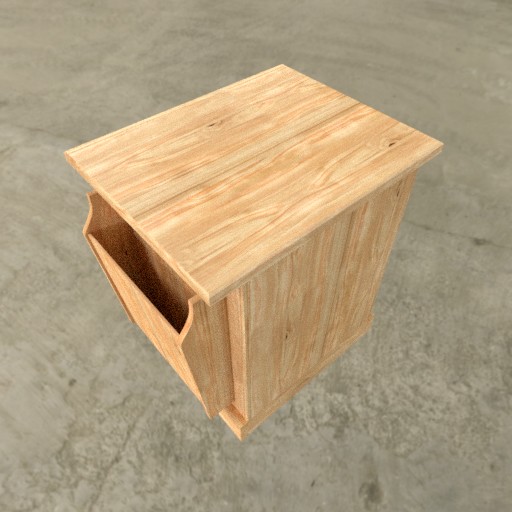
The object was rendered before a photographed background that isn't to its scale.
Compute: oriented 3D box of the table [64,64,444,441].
[{"bbox_3d":[0.000,0.000,0.891,0.530,0.515,0.380,-33,55,-26],"label":"table"}]
